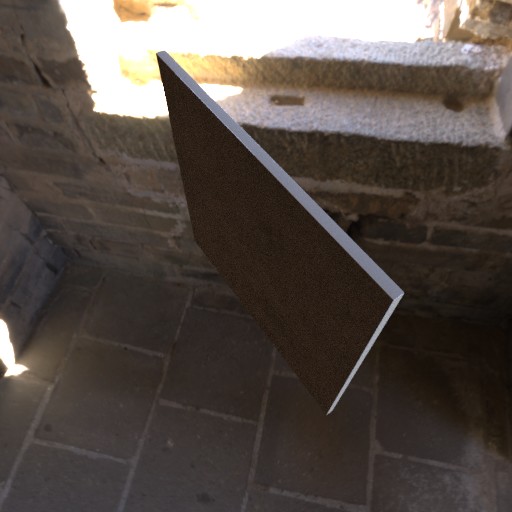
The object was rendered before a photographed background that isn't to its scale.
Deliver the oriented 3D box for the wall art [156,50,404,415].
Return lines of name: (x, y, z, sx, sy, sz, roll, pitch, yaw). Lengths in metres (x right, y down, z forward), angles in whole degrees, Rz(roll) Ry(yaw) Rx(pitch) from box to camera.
wall art: (0.000, 0.000, 1.014, 0.020, 0.661, 0.664, -31, 63, -18)
